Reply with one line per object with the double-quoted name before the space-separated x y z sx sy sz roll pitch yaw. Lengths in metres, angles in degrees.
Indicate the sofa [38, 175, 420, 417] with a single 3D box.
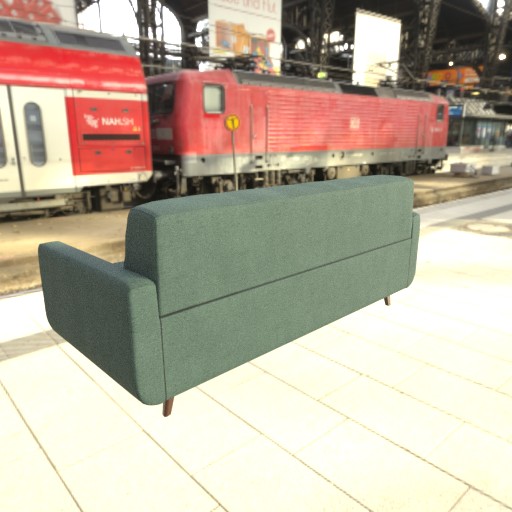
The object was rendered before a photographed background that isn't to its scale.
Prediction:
"sofa" 0.000 0.000 2.468 2.029 0.841 0.909 -14 21 -42
